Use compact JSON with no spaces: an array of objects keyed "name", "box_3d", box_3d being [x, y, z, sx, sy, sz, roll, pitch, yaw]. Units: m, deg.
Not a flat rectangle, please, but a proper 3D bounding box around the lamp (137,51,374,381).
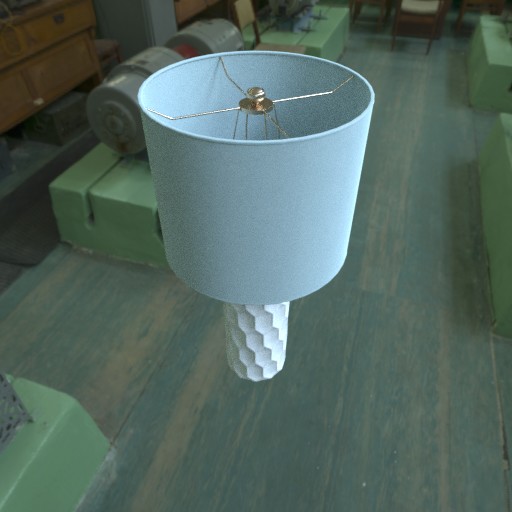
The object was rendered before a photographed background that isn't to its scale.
[{"name":"lamp","box_3d":[0.000,0.000,0.703,0.277,0.534,0.277,11,43,12]}]
